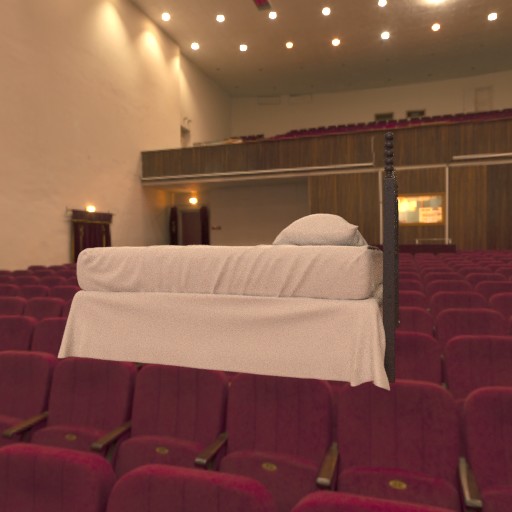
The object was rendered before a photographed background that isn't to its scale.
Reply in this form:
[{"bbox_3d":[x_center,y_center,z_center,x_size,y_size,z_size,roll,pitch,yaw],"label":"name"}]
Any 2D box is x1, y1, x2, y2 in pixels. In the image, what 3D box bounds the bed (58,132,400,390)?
[{"bbox_3d":[0.000,0.000,3.623,2.219,1.355,2.322,0,0,18],"label":"bed"}]
